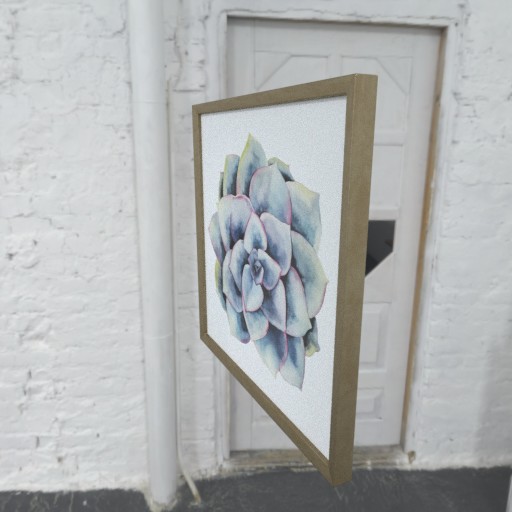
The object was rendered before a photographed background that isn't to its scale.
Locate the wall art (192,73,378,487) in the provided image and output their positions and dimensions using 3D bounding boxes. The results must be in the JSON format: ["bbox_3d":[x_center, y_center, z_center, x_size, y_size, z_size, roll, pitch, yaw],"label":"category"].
[{"bbox_3d":[0.000,0.000,0.738,0.030,0.506,0.503,-7,17,-26],"label":"wall art"}]
